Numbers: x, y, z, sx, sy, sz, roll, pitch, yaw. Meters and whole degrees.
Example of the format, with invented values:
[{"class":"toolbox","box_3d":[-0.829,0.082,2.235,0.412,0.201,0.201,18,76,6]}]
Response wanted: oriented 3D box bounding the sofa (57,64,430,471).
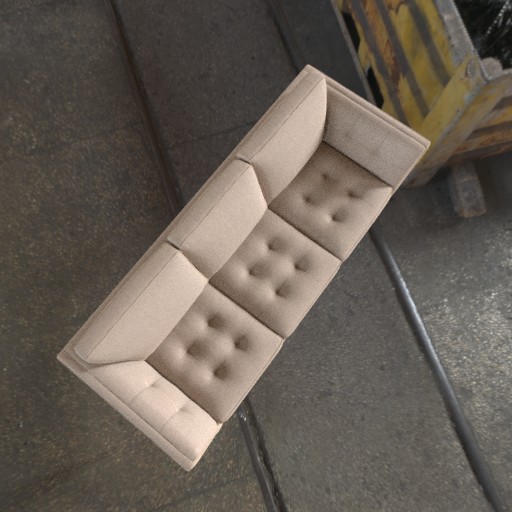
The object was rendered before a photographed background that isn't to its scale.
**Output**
[{"class":"sofa","box_3d":[0.000,0.000,2.892,0.965,0.940,2.388,36,78,9]}]
